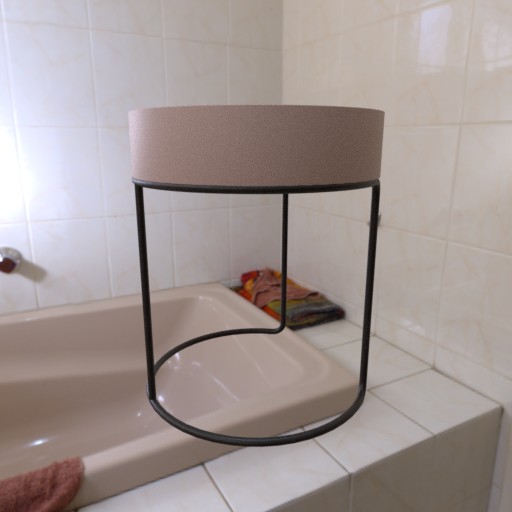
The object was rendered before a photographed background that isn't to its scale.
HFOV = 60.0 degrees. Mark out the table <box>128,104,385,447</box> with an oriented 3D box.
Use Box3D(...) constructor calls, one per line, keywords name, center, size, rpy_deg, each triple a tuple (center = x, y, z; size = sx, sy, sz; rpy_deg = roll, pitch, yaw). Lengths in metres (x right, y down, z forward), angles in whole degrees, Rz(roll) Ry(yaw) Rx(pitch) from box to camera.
Box3D(name="table", center=(0.000, 0.000, 0.868), size=(0.450, 0.530, 0.450), rpy_deg=(0, 15, 0))
